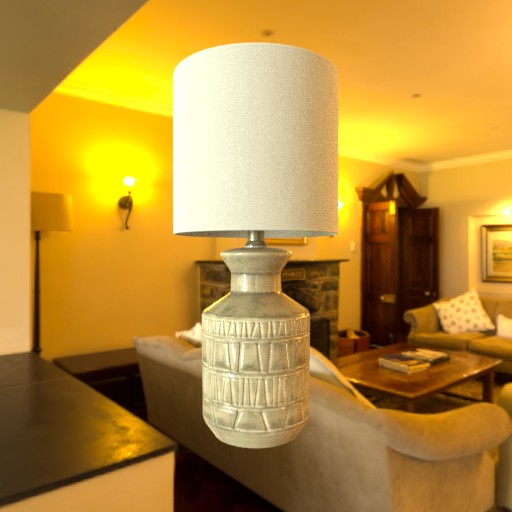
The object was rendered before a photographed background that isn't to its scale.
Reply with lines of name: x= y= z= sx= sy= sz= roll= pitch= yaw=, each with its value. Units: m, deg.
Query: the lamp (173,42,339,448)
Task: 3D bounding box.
lamp: x=0.000 y=0.000 z=0.576 sx=0.211 sy=0.455 sz=0.211 roll=0 pitch=0 yaw=0
